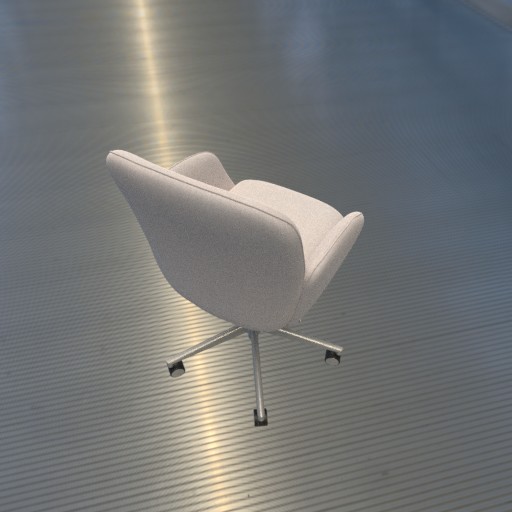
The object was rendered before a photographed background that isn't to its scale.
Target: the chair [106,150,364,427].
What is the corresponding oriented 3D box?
[{"bbox_3d":[0.000,0.000,1.401,0.648,0.959,0.633,23,50,21],"label":"chair"}]
